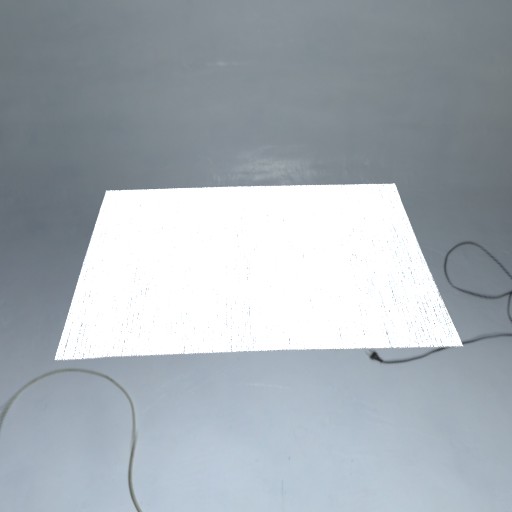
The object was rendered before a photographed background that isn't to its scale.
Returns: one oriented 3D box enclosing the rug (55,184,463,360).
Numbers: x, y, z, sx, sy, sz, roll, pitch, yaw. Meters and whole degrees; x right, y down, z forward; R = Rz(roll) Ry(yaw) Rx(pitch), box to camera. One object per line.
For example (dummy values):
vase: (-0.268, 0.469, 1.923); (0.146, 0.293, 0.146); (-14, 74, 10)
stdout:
rug: (0.000, 0.000, 2.304); (1.773, 0.021, 1.149); (-2, 47, -1)
